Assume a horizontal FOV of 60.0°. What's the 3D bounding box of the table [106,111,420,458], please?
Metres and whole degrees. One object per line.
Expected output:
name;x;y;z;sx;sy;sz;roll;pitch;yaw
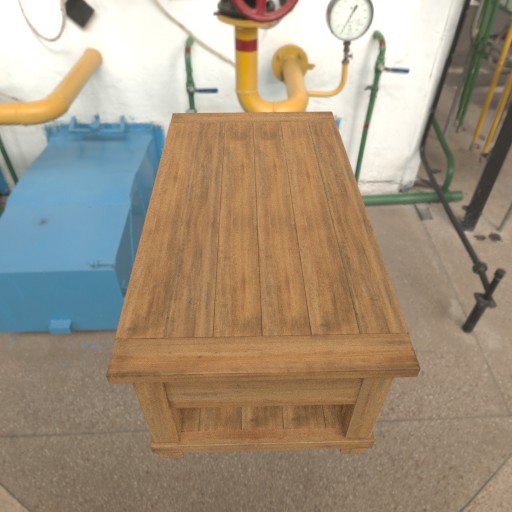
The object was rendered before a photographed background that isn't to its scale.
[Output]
table;0.000;0.000;1.584;0.693;0.494;1.270;-1;43;-1
